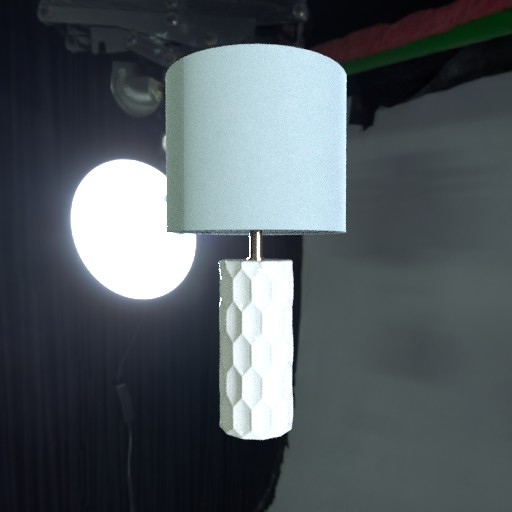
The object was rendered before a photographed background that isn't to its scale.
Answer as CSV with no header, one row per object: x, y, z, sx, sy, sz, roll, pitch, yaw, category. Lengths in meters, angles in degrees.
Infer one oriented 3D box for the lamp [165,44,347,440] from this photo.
0.000,0.000,0.695,0.277,0.534,0.277,1,2,35,lamp
